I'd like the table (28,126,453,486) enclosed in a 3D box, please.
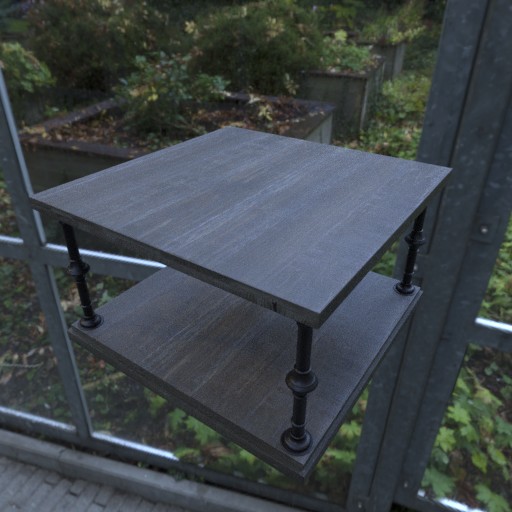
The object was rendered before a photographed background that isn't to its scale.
[{"bbox_3d":[0.000,0.000,1.120,0.696,0.400,0.696,20,36,29],"label":"table"}]
